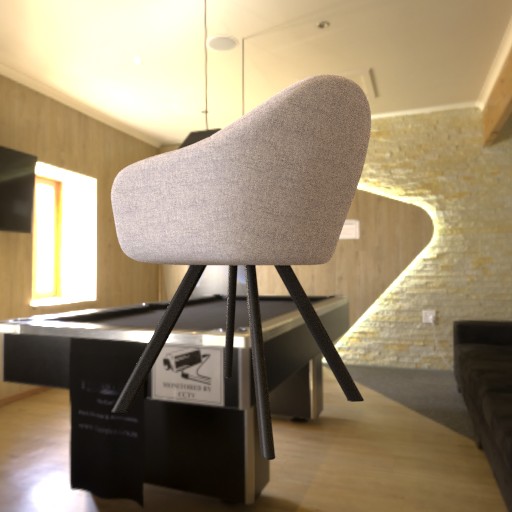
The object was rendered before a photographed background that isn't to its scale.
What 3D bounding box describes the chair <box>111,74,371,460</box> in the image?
[{"bbox_3d":[0.000,0.000,1.141,0.570,0.780,0.540,-1,-1,35],"label":"chair"}]
